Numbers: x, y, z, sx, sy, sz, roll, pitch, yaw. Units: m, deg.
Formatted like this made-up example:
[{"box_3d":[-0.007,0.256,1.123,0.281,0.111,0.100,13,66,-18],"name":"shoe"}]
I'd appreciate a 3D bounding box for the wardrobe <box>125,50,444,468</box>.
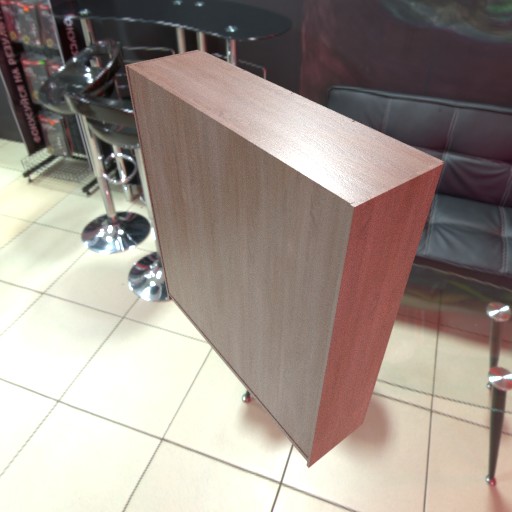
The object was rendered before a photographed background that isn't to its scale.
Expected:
[{"box_3d":[0.000,0.000,3.074,0.598,2.159,1.998,-26,47,-27],"name":"wardrobe"}]
